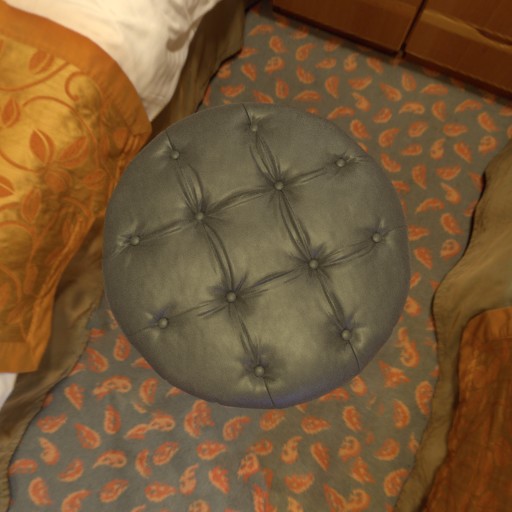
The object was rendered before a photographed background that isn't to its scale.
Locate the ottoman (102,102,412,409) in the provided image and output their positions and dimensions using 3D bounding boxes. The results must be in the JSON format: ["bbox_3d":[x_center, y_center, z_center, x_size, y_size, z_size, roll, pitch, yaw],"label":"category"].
[{"bbox_3d":[0.000,0.000,1.404,0.901,0.439,0.901,0,76,0],"label":"ottoman"}]
